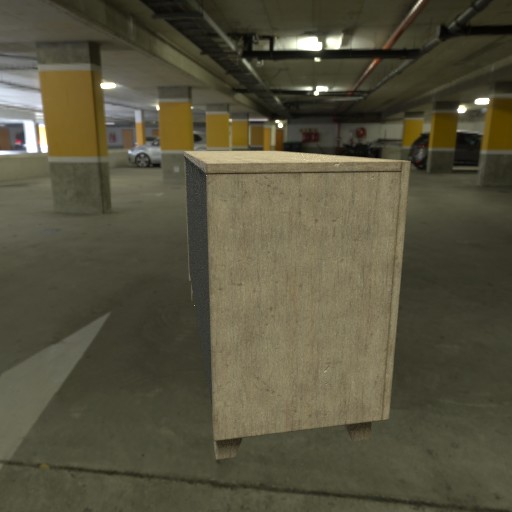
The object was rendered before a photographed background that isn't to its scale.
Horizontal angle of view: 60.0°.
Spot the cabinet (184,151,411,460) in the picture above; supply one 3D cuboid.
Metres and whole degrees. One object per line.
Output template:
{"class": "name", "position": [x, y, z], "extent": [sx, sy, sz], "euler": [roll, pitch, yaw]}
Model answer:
{"class": "cabinet", "position": [0.000, 0.000, 1.843], "extent": [0.511, 0.825, 1.460], "euler": [-3, 15, -11]}
